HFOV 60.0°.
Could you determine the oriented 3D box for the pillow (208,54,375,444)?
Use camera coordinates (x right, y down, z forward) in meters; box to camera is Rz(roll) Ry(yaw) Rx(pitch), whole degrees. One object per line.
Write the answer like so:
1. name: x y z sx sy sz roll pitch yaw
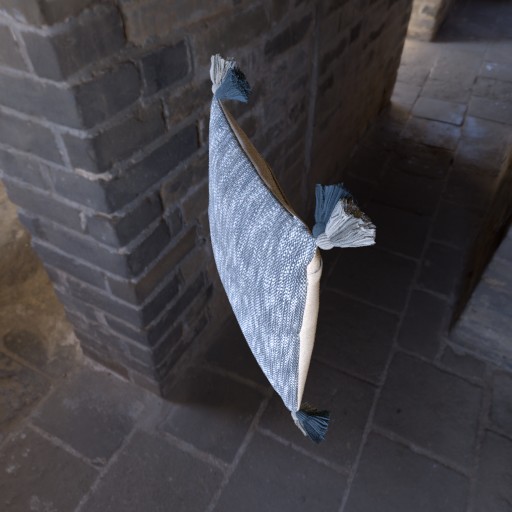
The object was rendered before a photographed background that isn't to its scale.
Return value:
1. pillow: 0.000 0.000 0.913 0.138 0.634 0.614 -15 47 -14
